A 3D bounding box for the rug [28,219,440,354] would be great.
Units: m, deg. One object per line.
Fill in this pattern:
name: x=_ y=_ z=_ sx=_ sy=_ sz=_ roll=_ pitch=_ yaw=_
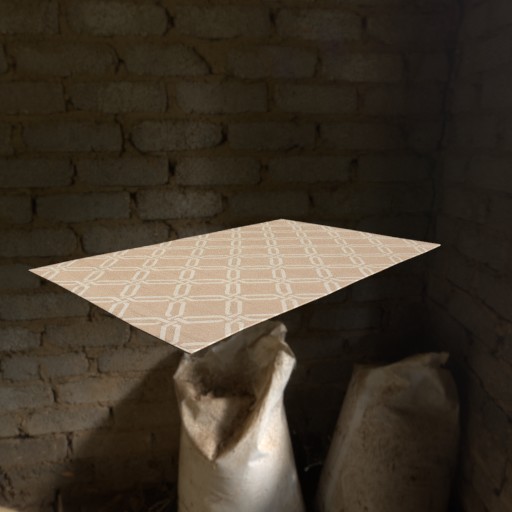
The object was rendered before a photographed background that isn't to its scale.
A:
rug: x=0.000 y=0.000 z=2.186 sx=1.146 sy=0.010 sz=1.745 roll=14 pitch=20 yaw=42
